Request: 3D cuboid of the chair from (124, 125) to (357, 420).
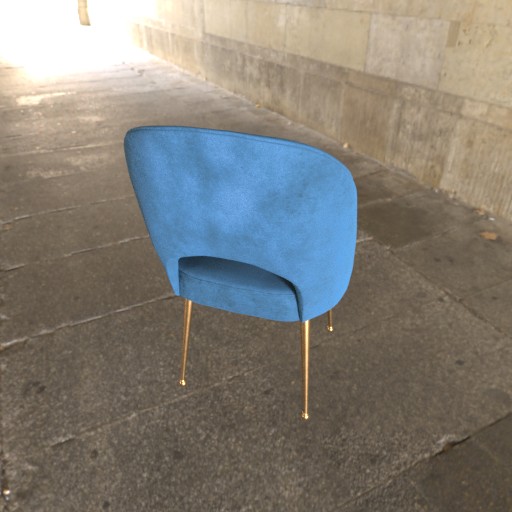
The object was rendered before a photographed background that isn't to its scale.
[{"bbox_3d":[0.000,0.000,1.220,0.527,0.860,0.577,10,34,15],"label":"chair"}]
